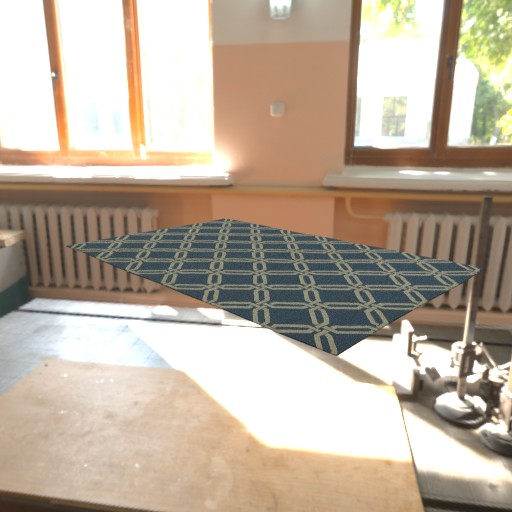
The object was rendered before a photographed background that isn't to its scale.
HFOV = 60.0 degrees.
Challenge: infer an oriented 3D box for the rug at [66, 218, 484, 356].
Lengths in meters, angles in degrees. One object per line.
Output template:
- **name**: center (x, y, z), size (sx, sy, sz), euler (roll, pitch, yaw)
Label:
- **rug**: center (0.000, 0.000, 2.177), size (1.755, 0.010, 1.153), euler (15, 21, 43)
